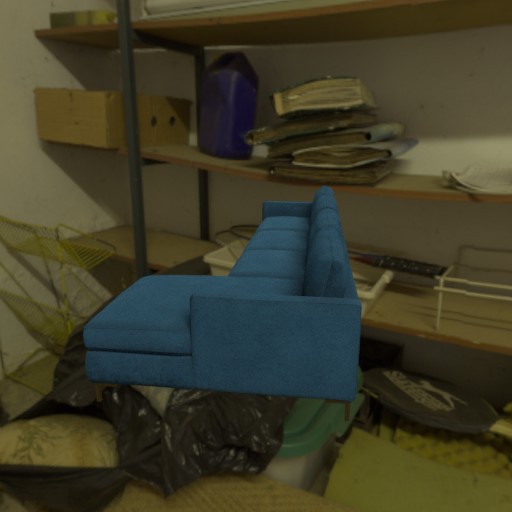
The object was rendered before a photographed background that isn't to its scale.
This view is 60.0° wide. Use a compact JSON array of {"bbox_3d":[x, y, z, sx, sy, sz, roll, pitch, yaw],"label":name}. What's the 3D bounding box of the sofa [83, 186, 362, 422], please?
[{"bbox_3d":[0.000,0.000,3.457,1.350,0.810,2.932,2,16,8],"label":"sofa"}]
